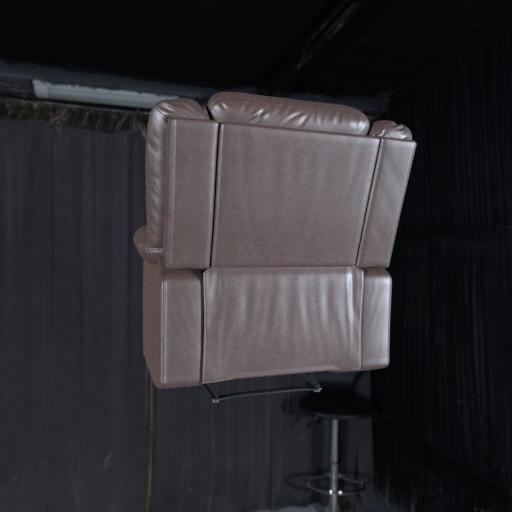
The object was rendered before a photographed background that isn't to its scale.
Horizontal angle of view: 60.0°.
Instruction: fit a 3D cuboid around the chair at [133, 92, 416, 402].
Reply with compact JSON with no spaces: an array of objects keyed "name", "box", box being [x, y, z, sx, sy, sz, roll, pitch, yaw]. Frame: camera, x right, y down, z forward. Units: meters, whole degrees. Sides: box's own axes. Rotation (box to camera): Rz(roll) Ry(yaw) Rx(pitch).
[{"name":"chair","box":[0.000,0.000,1.727,0.899,1.009,0.934,0,0,-18]}]
